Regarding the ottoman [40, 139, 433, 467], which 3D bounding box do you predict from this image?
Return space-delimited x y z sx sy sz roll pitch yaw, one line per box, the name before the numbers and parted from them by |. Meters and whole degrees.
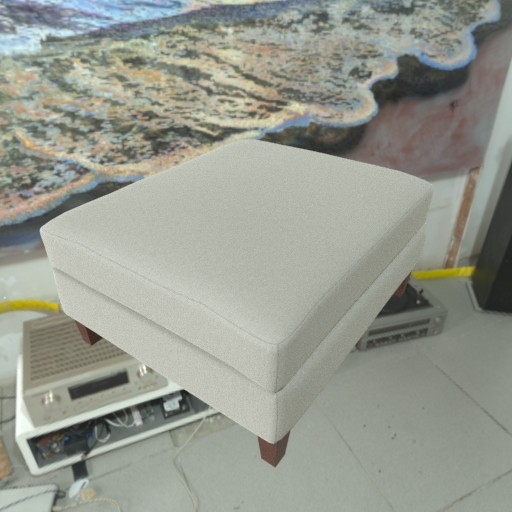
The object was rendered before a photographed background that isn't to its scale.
ottoman | 0.000 0.000 1.457 0.836 0.492 0.976 21 38 30
